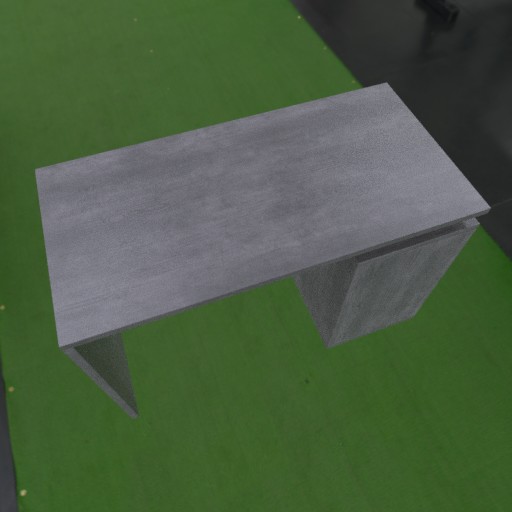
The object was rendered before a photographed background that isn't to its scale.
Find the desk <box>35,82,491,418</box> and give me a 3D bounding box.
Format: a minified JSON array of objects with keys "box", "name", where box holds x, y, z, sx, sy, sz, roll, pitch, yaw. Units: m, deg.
[{"box":[0.000,0.000,1.608,1.200,0.740,0.600,-17,59,-11],"name":"desk"}]
